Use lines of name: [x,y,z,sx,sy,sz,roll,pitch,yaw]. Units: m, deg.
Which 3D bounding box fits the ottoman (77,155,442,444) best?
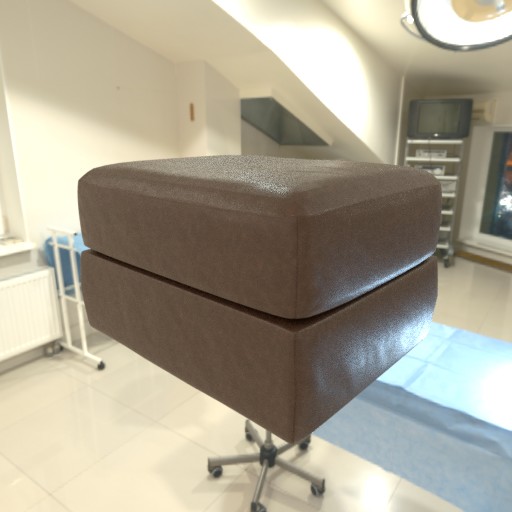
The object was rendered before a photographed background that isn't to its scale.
ottoman: [0.000,0.000,1.132,0.751,0.476,0.603,15,22,40]
